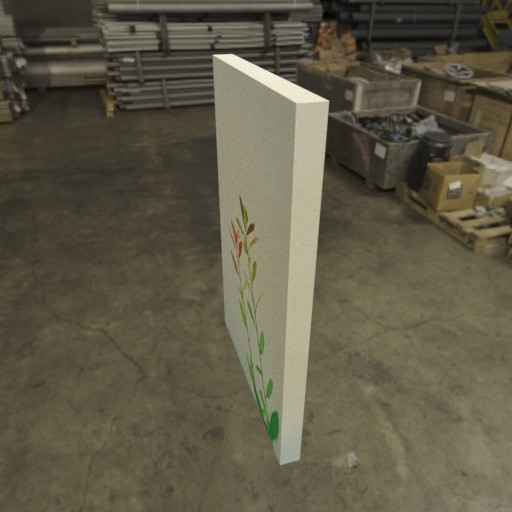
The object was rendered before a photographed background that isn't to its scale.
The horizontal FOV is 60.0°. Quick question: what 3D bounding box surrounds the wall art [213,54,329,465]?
[{"bbox_3d":[0.000,0.000,0.787,0.038,0.611,0.408,-9,32,-14],"label":"wall art"}]
